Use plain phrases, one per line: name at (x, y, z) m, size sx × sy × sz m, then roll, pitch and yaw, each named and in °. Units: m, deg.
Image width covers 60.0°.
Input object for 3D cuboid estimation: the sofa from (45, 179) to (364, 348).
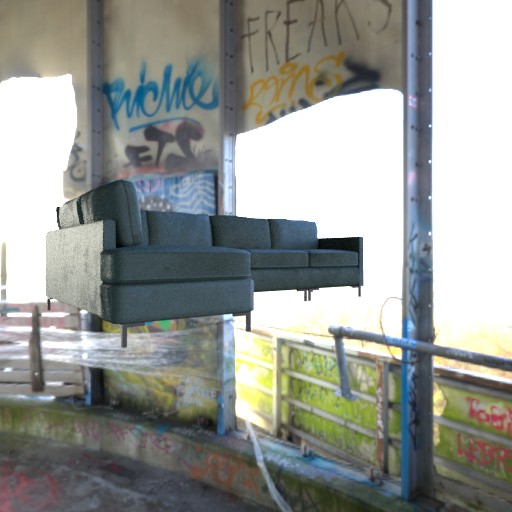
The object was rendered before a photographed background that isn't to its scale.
sofa at (0.000, 0.000, 4.218) m, size 3.384 × 0.996 × 2.048 m, roll 0°, pitch 0°, yaw -36°
